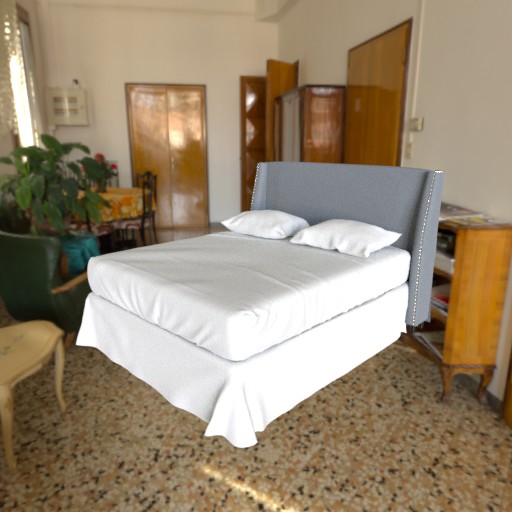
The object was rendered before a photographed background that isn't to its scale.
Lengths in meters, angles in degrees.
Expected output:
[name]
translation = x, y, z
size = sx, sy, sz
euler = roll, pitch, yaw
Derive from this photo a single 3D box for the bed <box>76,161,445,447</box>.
[bed]
translation = 0.000, 0.000, 3.459
size = 1.925, 1.332, 2.276
euler = 14, 20, 43
